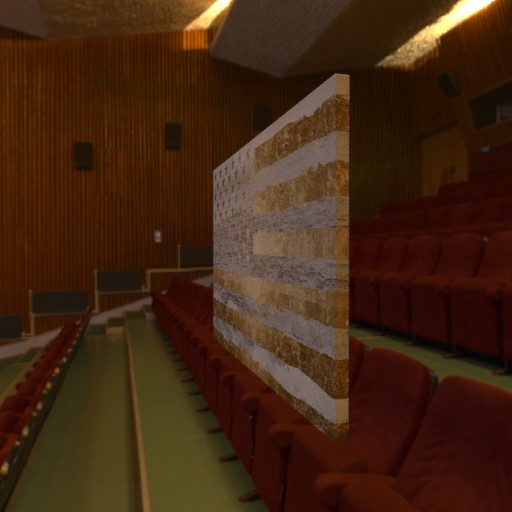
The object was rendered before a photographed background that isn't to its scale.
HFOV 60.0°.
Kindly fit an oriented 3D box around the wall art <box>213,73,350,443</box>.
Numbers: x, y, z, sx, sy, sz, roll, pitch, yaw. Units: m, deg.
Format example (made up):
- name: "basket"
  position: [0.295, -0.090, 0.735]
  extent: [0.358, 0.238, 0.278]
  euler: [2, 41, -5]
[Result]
- name: "wall art"
  position: [0.000, 0.000, 1.178]
  extent: [0.027, 0.610, 0.932]
  euler: [0, 1, -18]
